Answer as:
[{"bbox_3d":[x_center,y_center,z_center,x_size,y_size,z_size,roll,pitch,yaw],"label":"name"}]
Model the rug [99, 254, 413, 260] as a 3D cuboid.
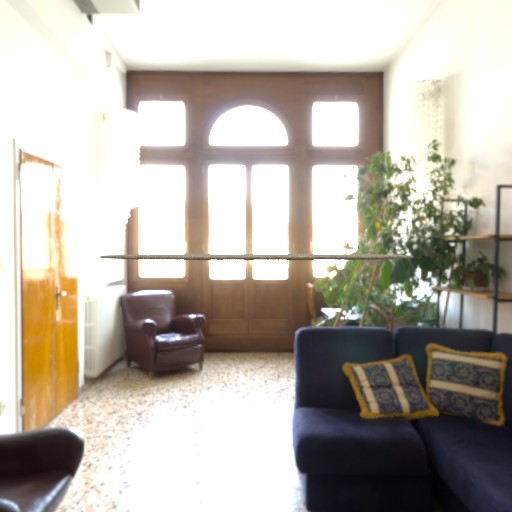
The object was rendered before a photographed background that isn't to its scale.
[{"bbox_3d":[0.000,0.000,2.387,1.593,0.012,1.593,0,1,0],"label":"rug"}]
